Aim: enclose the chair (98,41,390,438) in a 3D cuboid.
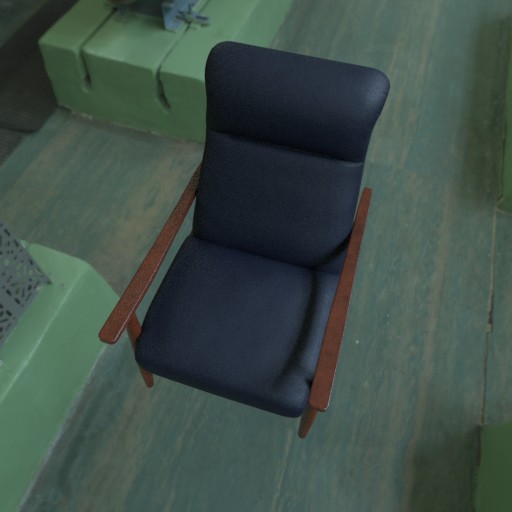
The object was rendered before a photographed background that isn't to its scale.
[{"bbox_3d":[0.000,0.000,1.697,0.762,1.082,1.014,15,59,9],"label":"chair"}]
